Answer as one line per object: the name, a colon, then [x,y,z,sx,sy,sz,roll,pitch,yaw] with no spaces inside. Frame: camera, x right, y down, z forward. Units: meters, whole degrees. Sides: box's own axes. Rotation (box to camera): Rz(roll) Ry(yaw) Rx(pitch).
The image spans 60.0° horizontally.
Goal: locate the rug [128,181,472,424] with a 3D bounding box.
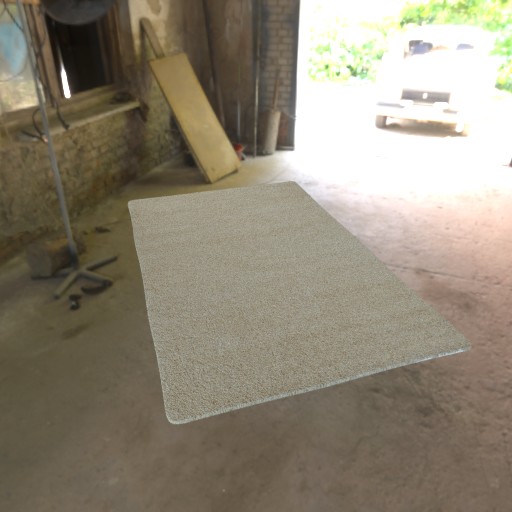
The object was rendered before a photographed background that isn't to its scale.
rug: [0.000,0.000,2.944,1.500,0.026,2.349,-9,32,-15]
